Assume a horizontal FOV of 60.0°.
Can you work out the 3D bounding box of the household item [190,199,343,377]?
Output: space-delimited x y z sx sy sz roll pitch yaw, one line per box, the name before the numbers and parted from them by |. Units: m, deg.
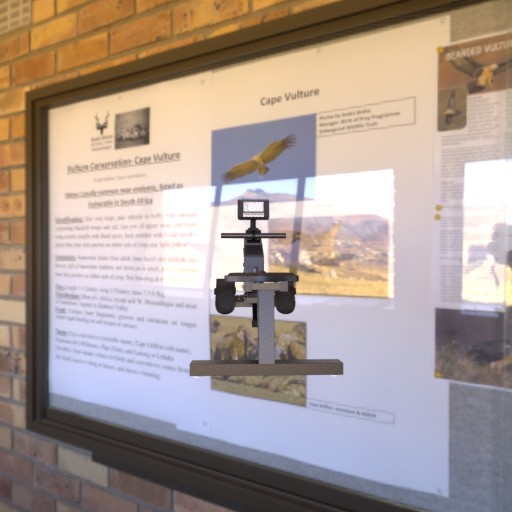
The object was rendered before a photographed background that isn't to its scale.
household item | 0.000 0.000 2.621 0.521 0.810 2.251 0 0 -2
